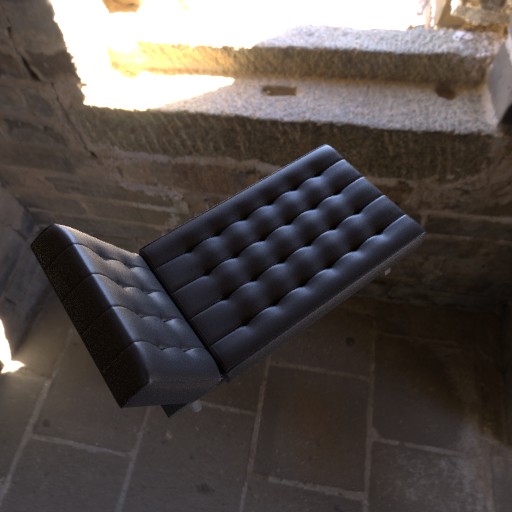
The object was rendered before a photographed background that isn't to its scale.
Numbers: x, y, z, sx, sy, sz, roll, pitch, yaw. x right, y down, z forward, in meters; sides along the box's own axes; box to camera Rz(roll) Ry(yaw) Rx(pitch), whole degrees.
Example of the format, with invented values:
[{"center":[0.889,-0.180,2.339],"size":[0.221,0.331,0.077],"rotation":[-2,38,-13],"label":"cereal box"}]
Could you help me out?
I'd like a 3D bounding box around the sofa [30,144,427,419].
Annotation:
[{"center":[0.000,0.000,2.040],"size":[1.560,0.820,0.760],"rotation":[-32,64,-18],"label":"sofa"}]
